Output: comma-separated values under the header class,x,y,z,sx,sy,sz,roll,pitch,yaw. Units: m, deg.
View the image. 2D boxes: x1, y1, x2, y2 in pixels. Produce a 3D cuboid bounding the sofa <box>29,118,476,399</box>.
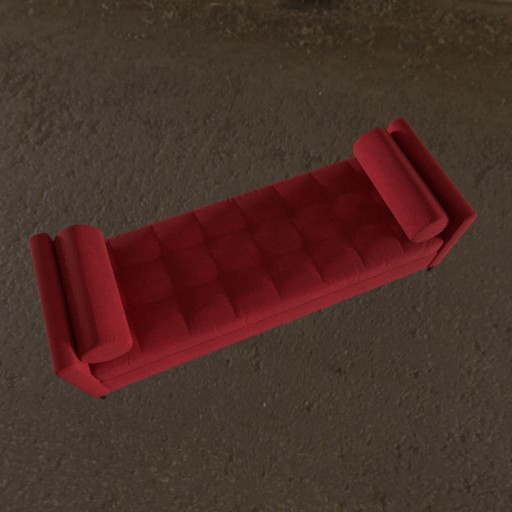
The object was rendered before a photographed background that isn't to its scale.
class,x,y,z,sx,sy,sz,roll,pitch,yaw
sofa,0.000,0.000,2.316,1.981,0.635,0.686,-20,64,-10
